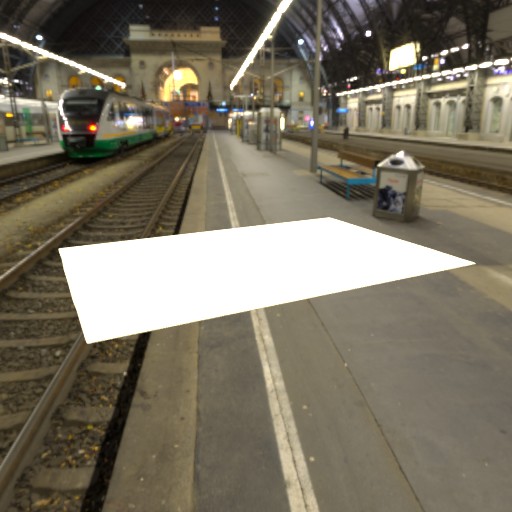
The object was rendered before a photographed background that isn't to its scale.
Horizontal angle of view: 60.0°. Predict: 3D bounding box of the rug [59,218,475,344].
[{"bbox_3d":[0.000,0.000,2.345,1.850,0.006,1.234,-8,19,-26],"label":"rug"}]
